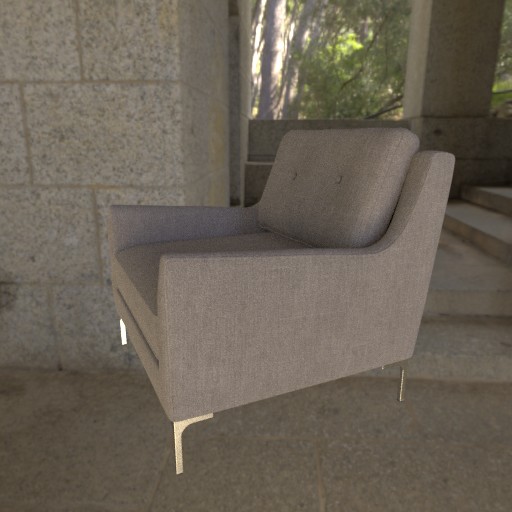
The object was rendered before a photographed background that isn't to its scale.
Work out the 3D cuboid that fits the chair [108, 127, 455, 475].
[{"bbox_3d":[0.000,0.000,1.492,0.849,0.828,0.847,-7,17,-25],"label":"chair"}]
